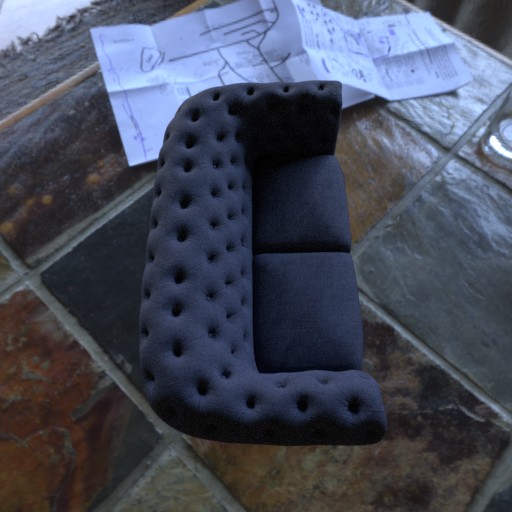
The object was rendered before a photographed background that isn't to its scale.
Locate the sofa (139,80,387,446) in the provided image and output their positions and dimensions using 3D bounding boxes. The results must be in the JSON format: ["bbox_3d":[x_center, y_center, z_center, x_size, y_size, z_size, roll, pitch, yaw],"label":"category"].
[{"bbox_3d":[0.000,0.000,2.467,1.082,0.833,1.988,0,63,0],"label":"sofa"}]
